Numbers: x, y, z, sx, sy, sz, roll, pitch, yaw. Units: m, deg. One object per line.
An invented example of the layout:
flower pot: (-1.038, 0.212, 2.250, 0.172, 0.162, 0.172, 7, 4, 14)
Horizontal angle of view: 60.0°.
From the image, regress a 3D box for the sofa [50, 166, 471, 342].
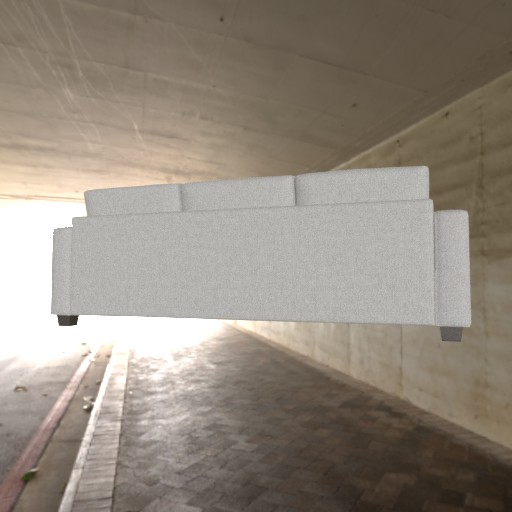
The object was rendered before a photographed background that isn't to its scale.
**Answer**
sofa: (0.000, 0.000, 2.596, 2.160, 0.800, 0.900, -1, -3, 17)
